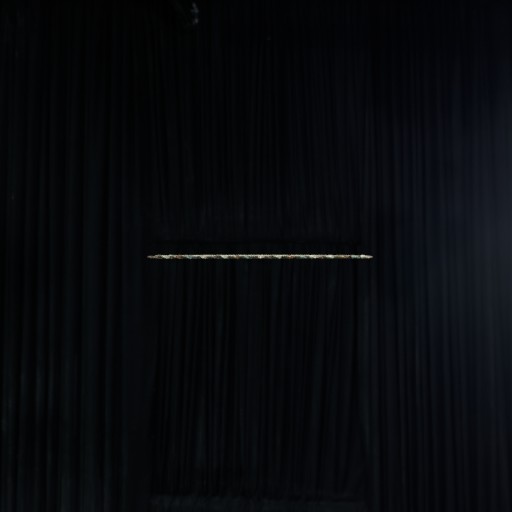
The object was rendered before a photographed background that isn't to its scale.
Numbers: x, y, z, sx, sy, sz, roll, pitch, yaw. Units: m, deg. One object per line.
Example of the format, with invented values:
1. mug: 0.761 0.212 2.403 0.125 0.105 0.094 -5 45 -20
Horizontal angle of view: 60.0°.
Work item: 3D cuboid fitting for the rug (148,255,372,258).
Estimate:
1. rug: 0.000 0.000 2.726 0.769 0.013 2.440 0 0 -1
